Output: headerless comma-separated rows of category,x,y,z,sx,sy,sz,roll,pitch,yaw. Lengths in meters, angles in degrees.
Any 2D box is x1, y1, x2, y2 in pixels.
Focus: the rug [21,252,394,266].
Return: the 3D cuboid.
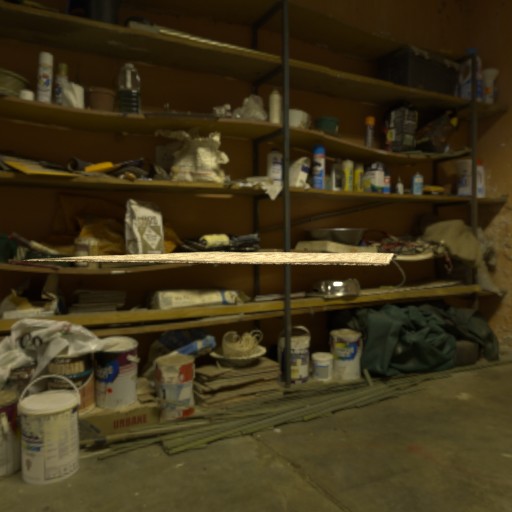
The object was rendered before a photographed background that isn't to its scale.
rug,0.000,0.000,4.110,2.426,0.034,3.061,0,1,18
